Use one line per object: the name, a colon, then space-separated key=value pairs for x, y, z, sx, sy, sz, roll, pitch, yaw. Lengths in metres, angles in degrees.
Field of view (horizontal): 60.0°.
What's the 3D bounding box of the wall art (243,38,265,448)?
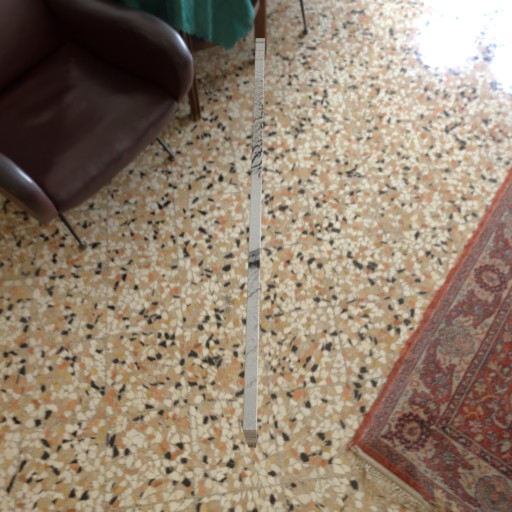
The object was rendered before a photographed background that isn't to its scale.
wall art: x=0.000 y=0.000 z=1.181 sx=0.023 sy=0.607 sz=0.914 roll=1 pitch=64 yaw=1
